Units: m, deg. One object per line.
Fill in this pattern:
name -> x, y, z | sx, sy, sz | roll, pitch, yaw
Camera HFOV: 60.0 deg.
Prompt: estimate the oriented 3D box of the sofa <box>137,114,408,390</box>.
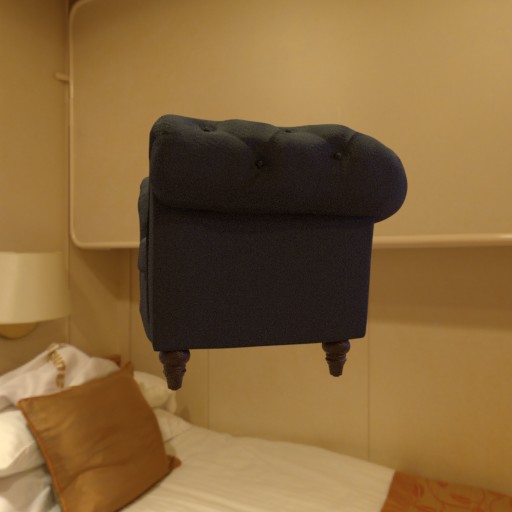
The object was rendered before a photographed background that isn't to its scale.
sofa -> 0.000, 0.000, 1.999 | 1.032, 0.878, 1.405 | 0, 0, -16
